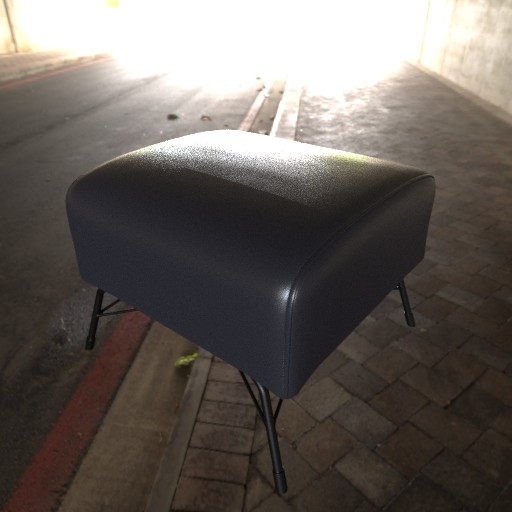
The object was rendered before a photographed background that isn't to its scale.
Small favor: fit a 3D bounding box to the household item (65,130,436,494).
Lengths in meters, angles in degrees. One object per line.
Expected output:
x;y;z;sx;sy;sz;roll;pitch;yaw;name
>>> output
0.000;0.000;0.890;0.530;0.410;0.530;22;36;33;household item
